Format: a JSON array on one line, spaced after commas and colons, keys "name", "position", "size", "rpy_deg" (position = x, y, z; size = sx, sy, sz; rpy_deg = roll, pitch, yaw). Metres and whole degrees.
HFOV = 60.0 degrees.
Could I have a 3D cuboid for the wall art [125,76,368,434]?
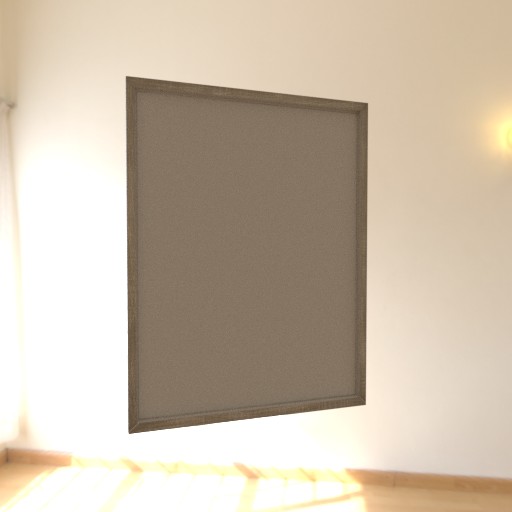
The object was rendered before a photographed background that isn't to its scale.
[{"name": "wall art", "position": [0.000, 0.000, 1.394], "size": [0.781, 1.022, 0.035], "rpy_deg": [0, 1, -18]}]
